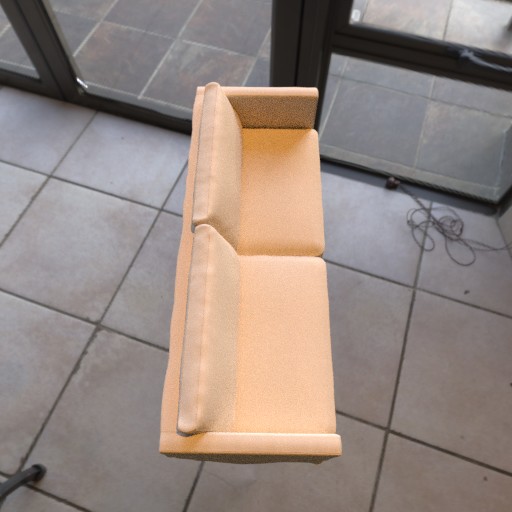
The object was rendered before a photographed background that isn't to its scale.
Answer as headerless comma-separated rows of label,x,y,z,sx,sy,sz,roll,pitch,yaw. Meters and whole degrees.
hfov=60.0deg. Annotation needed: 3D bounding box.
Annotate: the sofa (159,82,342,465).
sofa,0.000,0.000,3.296,1.036,0.999,2.779,1,63,0
